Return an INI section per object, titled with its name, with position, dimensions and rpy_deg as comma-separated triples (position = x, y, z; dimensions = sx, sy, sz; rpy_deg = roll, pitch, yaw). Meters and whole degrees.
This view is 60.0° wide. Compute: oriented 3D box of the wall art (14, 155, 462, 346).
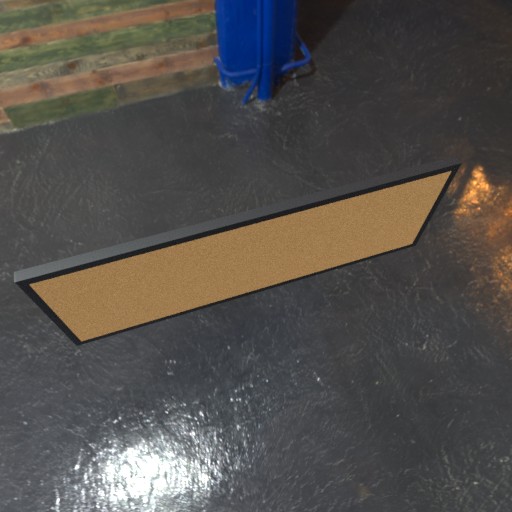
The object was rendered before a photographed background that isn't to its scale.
[wall art]
position = 0.000, 0.000, 1.732
dimensions = 1.572, 0.554, 0.041
rpy_deg = -16, 60, -10
